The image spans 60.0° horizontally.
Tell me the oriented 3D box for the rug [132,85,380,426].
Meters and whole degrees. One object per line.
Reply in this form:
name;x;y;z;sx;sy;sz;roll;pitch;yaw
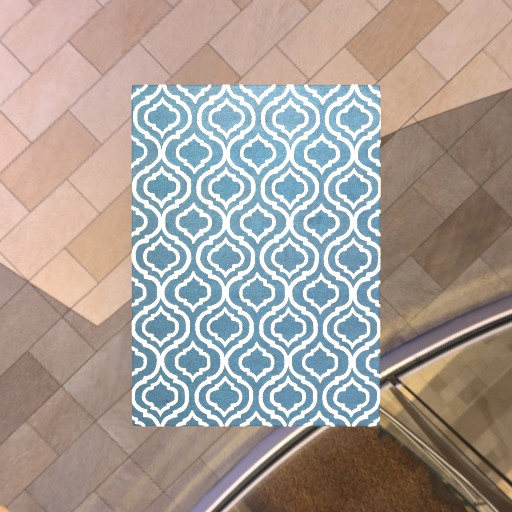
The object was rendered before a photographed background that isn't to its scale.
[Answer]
rug;0.000;0.000;4.357;2.438;0.010;3.353;0;90;0
